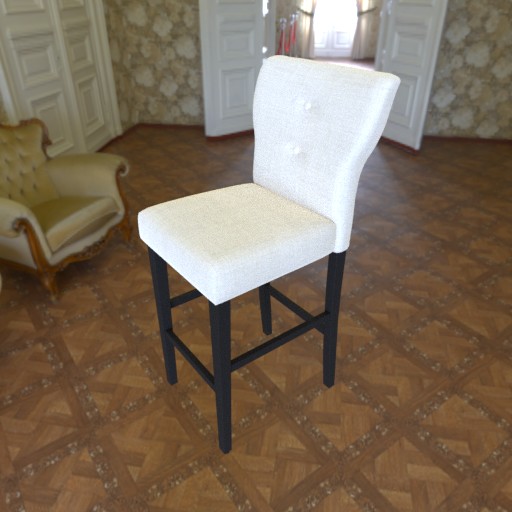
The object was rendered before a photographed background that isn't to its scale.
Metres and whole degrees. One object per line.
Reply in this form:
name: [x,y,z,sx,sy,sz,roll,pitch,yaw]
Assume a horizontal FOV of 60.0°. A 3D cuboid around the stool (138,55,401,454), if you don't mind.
stool: [0.000,0.000,1.442,0.603,1.124,0.516,-21,37,-31]
